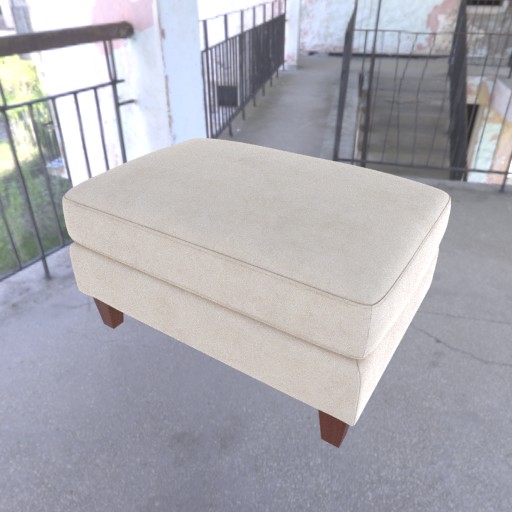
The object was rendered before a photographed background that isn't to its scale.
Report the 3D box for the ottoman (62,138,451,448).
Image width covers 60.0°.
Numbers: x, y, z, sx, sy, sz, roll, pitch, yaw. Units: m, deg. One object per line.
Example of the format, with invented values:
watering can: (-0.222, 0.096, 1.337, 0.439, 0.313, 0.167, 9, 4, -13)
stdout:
ottoman: (0.000, 0.000, 1.218, 0.864, 0.483, 0.584, 19, 37, 28)
